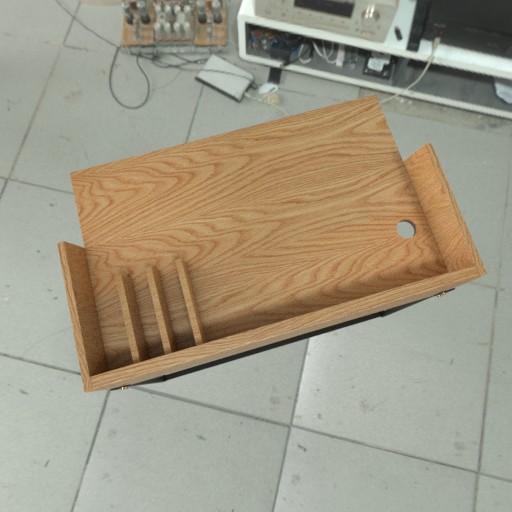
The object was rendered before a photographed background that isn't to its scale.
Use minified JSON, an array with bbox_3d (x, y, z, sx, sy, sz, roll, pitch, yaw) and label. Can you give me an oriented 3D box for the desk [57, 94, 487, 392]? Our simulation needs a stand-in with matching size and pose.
[{"bbox_3d":[0.000,0.000,1.854,1.191,1.061,0.769,-16,76,-4],"label":"desk"}]
